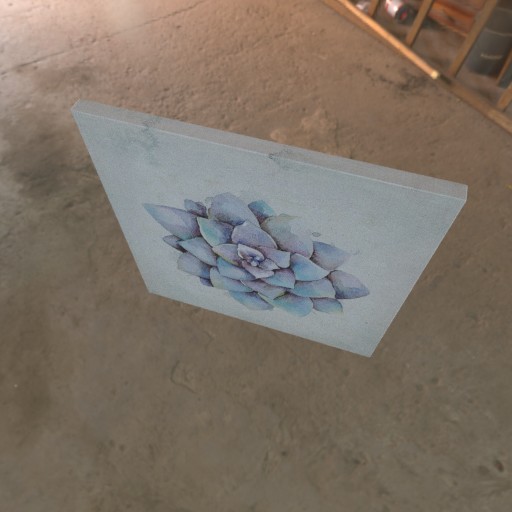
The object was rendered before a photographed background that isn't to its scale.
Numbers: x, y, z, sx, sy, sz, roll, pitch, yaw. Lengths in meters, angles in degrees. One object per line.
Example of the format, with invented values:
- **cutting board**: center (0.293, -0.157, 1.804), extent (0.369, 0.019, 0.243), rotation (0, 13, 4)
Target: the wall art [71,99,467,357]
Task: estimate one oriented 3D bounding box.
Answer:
- **wall art**: center (0.000, 0.000, 1.144), extent (0.762, 0.762, 0.038), rotation (15, 58, 10)
